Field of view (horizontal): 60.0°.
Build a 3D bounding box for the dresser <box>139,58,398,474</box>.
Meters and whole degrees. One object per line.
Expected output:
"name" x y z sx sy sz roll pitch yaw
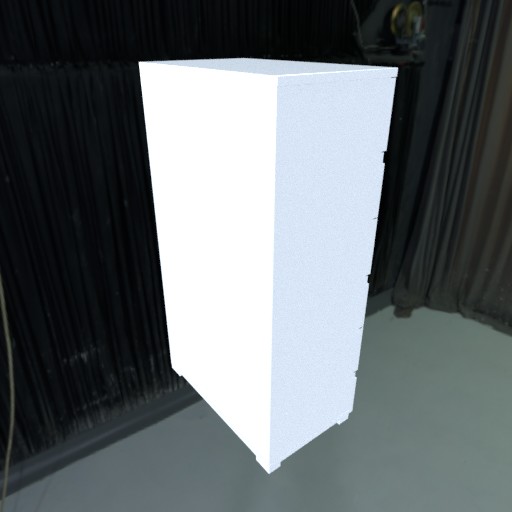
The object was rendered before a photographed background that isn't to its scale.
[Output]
"dresser" 0.000 0.000 1.498 0.400 1.190 0.650 -19 32 -33
